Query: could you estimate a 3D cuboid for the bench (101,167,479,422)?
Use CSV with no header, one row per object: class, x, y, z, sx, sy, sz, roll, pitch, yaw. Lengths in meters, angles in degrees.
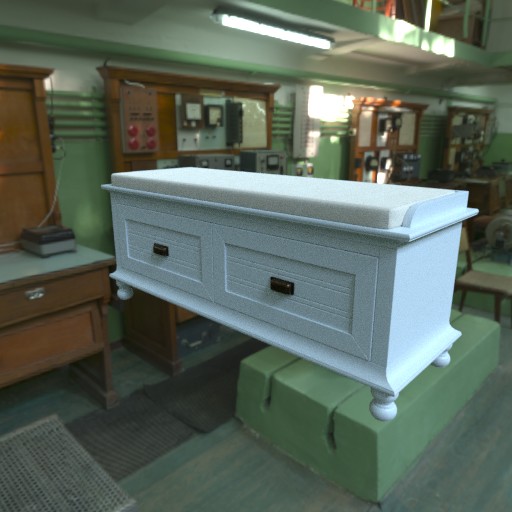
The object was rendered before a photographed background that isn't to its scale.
bench,0.000,0.000,1.434,1.185,0.486,0.402,14,21,41
